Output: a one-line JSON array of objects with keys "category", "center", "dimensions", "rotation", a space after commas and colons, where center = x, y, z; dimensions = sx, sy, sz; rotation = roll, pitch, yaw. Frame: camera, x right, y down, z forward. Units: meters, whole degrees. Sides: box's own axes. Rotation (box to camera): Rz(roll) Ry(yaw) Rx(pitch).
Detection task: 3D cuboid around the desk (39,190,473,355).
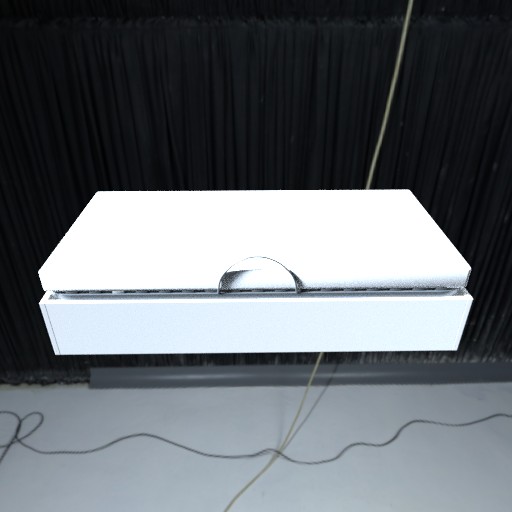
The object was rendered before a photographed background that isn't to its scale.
[{"category": "desk", "center": [0.000, 0.000, 2.344], "dimensions": [1.900, 0.526, 0.900], "rotation": [0, 31, -1]}]
